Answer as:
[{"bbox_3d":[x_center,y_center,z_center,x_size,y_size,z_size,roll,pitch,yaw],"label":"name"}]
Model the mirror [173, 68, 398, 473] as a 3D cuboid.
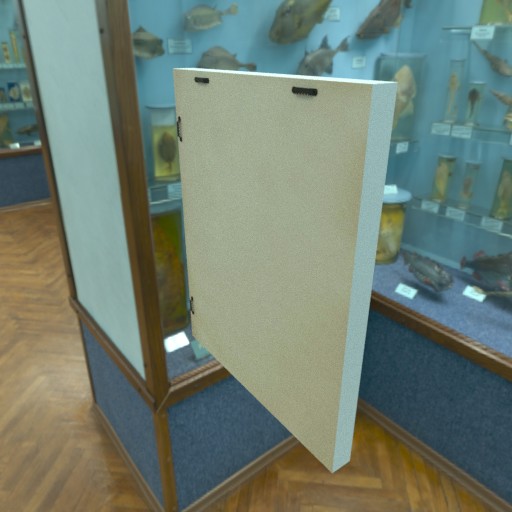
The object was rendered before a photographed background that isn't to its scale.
[{"bbox_3d":[0.000,0.000,0.668,0.041,0.509,0.406,-17,30,-32],"label":"mirror"}]
